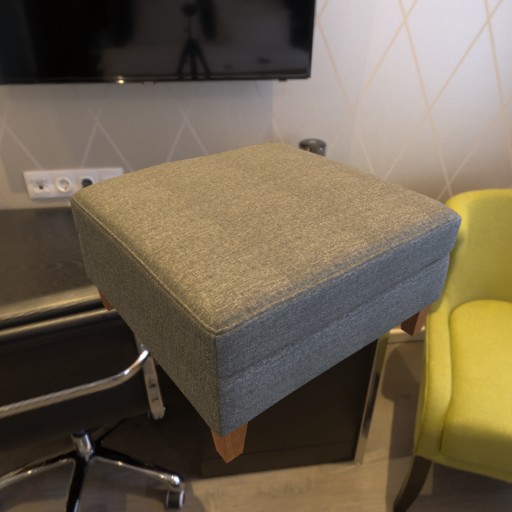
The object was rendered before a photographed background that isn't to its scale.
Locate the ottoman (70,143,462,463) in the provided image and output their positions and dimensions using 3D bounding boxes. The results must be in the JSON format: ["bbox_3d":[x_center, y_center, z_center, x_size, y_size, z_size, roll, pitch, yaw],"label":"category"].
[{"bbox_3d":[0.000,0.000,1.372,0.838,0.481,0.838,-22,38,-32],"label":"ottoman"}]
